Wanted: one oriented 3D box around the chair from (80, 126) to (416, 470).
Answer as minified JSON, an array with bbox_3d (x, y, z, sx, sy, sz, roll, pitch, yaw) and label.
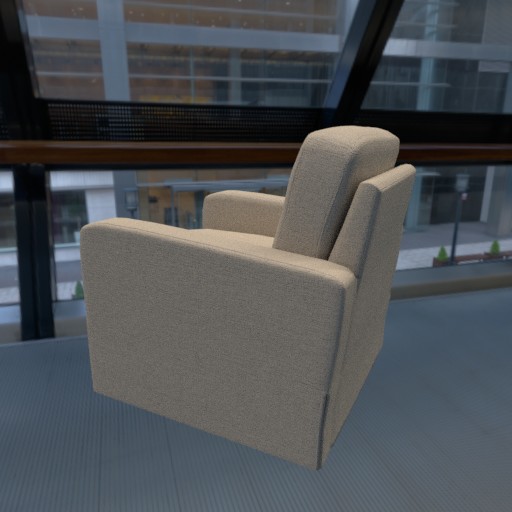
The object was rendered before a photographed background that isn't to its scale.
[{"bbox_3d":[0.000,0.000,1.468,0.888,0.827,0.755,8,18,26],"label":"chair"}]
